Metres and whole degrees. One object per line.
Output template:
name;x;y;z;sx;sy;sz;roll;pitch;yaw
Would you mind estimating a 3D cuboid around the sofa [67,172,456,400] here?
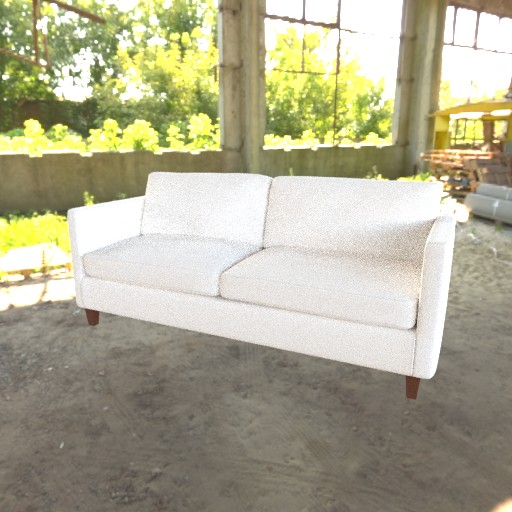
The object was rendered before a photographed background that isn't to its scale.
sofa;0.000;0.000;2.660;2.139;0.933;0.924;7;16;24
